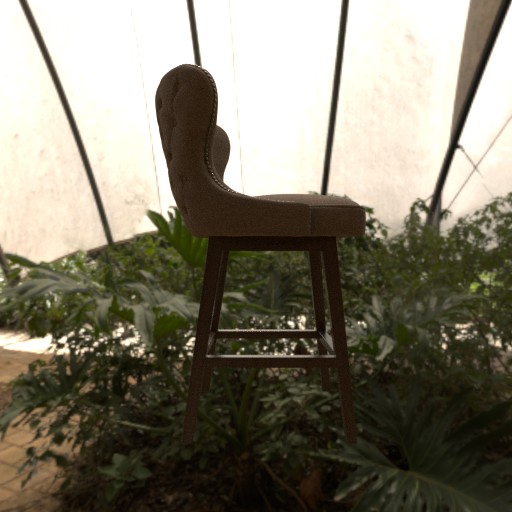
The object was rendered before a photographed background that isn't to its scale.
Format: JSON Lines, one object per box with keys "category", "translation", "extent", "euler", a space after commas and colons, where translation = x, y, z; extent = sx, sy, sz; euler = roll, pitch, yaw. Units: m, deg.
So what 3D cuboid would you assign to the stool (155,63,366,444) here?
{"category": "stool", "translation": [0.000, 0.000, 1.370], "extent": [0.597, 0.972, 0.615], "euler": [0, 1, 0]}
